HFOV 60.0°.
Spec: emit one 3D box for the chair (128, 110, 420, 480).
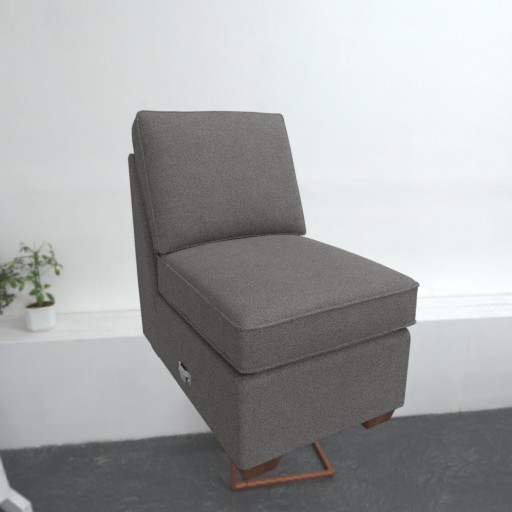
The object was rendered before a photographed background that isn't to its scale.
[{"bbox_3d":[0.000,0.000,1.527,0.621,0.970,0.938,-9,18,-28],"label":"chair"}]
